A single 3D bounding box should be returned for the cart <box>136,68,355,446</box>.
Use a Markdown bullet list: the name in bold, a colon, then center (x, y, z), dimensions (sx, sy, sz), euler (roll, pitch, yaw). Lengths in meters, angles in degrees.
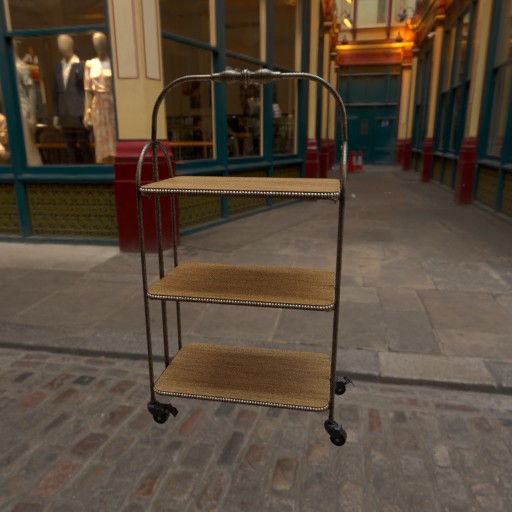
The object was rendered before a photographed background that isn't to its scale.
- **cart**: center (0.000, 0.000, 1.341), dimensions (0.650, 1.052, 0.330), euler (3, 16, 10)
